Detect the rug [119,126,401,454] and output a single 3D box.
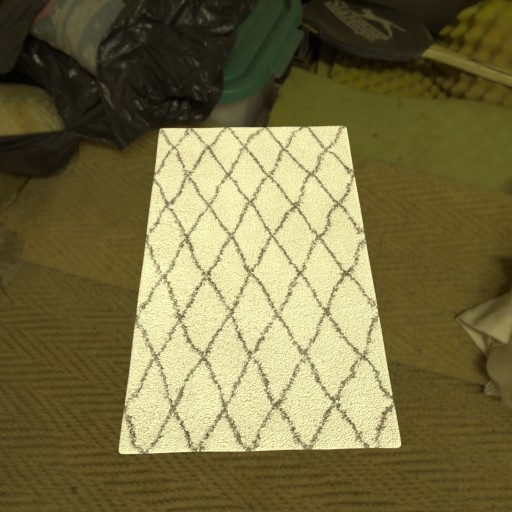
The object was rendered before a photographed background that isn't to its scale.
[{"bbox_3d":[0.000,0.000,3.005,1.524,0.030,2.438,-1,59,-1],"label":"rug"}]
